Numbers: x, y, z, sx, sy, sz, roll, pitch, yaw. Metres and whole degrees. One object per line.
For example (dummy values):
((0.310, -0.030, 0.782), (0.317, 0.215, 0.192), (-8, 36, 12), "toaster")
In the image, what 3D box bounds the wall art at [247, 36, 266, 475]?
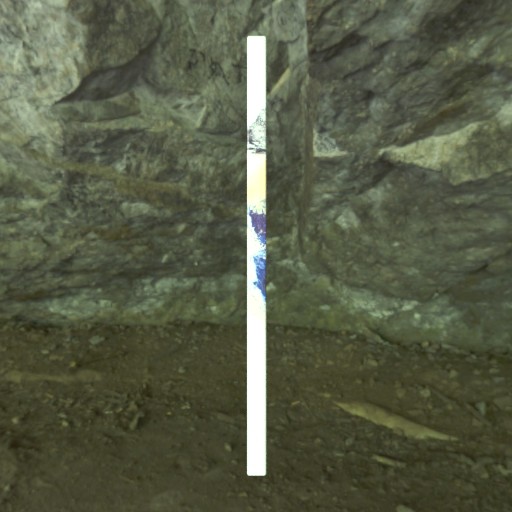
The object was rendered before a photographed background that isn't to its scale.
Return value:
((0.000, 0.000, 1.333), (0.038, 0.885, 0.887), (0, 0, 0), "wall art")
